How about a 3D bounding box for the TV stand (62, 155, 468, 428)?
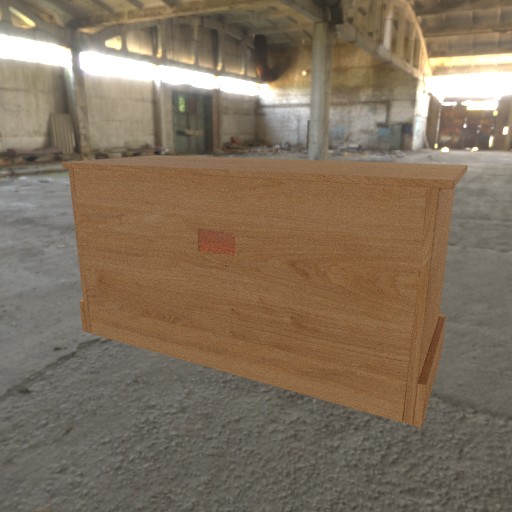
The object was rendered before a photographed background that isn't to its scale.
[{"bbox_3d":[0.000,0.000,1.342,1.080,0.550,0.440,8,18,27],"label":"TV stand"}]
